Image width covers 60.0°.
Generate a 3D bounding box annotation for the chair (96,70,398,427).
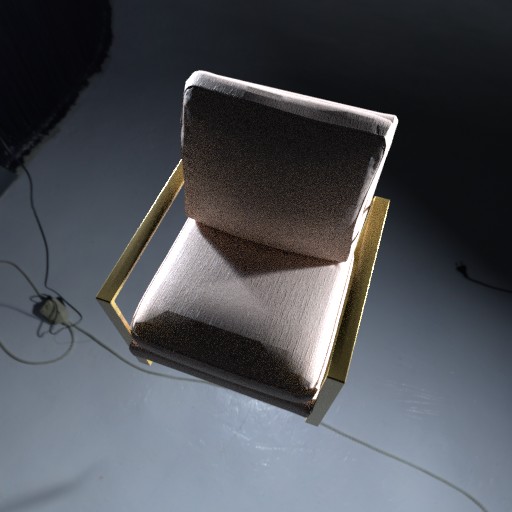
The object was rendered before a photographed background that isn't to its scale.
[{"bbox_3d":[0.000,0.000,1.516,0.758,0.956,0.813,17,61,10],"label":"chair"}]
